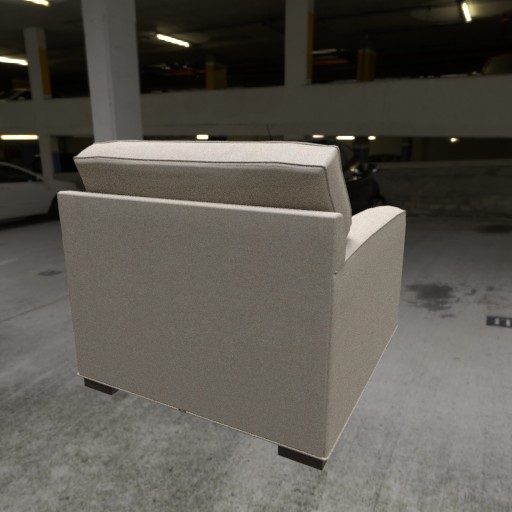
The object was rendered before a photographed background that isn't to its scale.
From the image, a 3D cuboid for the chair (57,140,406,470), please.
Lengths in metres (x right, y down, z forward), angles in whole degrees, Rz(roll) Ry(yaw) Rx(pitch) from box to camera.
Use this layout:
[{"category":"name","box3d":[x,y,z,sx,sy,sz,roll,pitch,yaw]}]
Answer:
[{"category":"chair","box3d":[0.000,0.000,1.794,0.998,0.913,1.043,8,17,27]}]
